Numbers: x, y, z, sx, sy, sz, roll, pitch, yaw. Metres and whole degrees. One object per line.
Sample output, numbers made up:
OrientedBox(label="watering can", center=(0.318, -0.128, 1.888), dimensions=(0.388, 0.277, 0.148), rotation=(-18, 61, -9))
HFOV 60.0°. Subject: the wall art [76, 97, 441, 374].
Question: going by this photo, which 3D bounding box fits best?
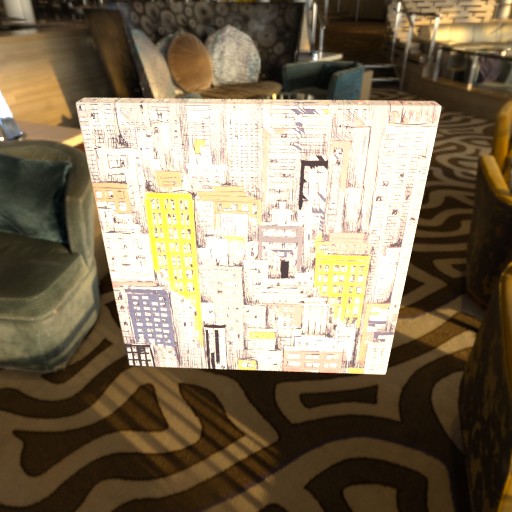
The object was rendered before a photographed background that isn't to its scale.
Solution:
OrientedBox(label="wall art", center=(0.000, 0.000, 0.903), dimensions=(0.607, 0.608, 0.038), rotation=(1, 31, 2))
